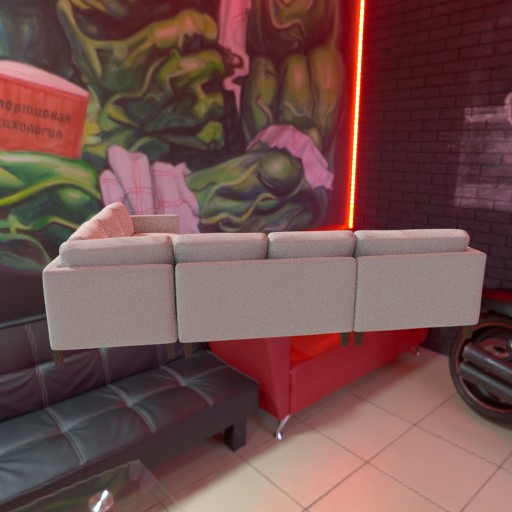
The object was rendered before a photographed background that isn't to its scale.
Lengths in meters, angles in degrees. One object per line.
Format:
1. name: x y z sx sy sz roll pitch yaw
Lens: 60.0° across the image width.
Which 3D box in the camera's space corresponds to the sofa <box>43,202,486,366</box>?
1. sofa: 0.000 0.000 4.614 3.459 0.956 2.593 -2 14 -8
